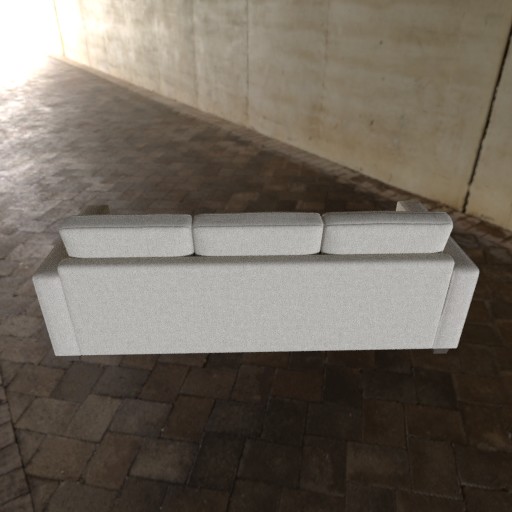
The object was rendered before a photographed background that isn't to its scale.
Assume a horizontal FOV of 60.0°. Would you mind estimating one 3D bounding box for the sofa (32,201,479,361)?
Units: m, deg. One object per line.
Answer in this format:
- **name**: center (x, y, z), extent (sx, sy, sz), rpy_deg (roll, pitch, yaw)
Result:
- **sofa**: center (0.000, 0.000, 2.568), extent (2.160, 0.800, 0.900), rpy_deg (-1, 30, -1)
